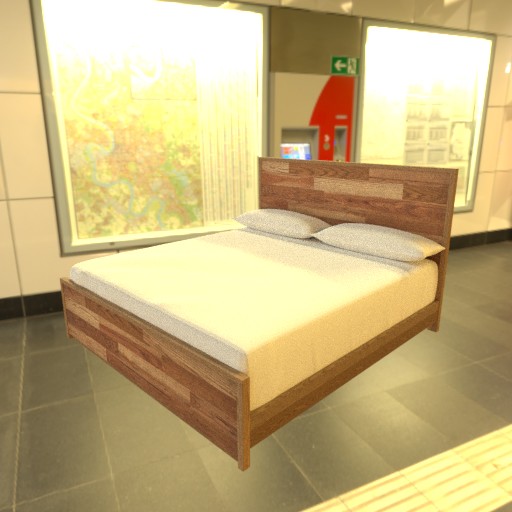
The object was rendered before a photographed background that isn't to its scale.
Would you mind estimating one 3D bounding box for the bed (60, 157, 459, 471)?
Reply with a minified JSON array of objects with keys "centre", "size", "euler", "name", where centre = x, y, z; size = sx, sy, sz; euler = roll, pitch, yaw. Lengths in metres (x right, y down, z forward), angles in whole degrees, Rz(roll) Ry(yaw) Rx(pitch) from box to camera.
[{"centre":[0.000,0.000,3.361],"size":[2.184,1.295,2.013],"euler":[-15,22,-43],"name":"bed"}]
